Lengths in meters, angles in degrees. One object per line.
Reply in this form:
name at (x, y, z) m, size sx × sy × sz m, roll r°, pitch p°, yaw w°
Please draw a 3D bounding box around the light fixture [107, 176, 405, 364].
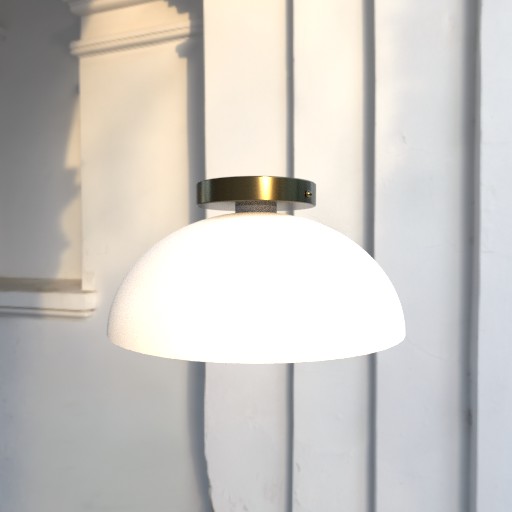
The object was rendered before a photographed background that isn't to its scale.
light fixture at (0.000, 0.000, 0.554) m, size 0.355 × 0.177 × 0.355 m, roll 0°, pitch 1°, yaw 0°
